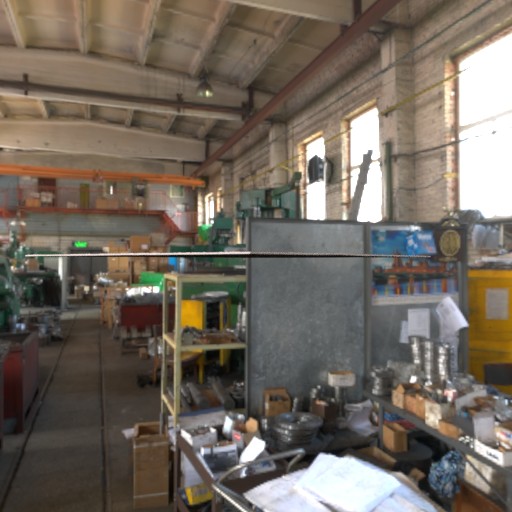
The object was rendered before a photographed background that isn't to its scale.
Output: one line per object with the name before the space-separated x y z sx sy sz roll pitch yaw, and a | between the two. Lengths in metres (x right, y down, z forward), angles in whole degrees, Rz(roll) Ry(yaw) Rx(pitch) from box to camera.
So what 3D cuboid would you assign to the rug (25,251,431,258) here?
rug | 0.000 0.000 4.408 2.449 0.019 3.357 0 -1 37
